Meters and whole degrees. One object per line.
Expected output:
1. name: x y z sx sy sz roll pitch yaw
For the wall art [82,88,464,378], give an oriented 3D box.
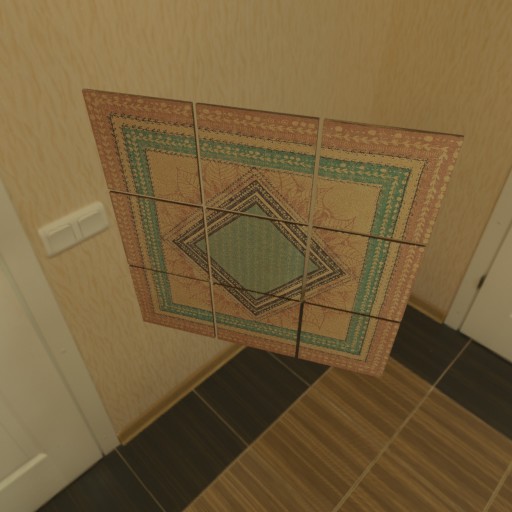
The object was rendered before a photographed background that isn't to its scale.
1. wall art: 0.000 0.000 1.776 1.215 1.213 0.013 11 43 12
